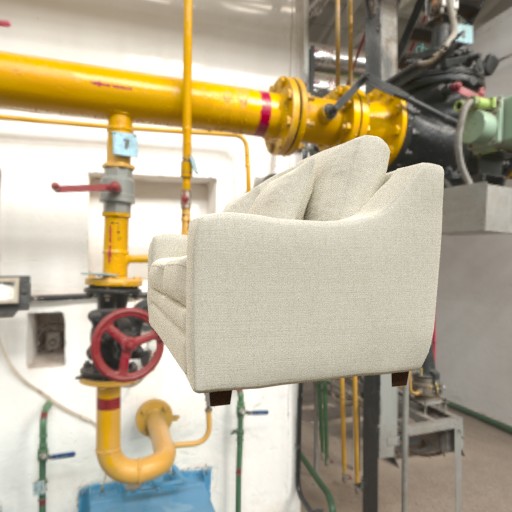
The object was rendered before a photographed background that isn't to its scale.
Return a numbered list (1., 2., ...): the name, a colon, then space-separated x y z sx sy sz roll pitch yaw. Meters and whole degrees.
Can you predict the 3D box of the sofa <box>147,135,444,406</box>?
1. sofa: 0.000 0.000 2.398 1.040 1.047 1.744 0 0 -19
